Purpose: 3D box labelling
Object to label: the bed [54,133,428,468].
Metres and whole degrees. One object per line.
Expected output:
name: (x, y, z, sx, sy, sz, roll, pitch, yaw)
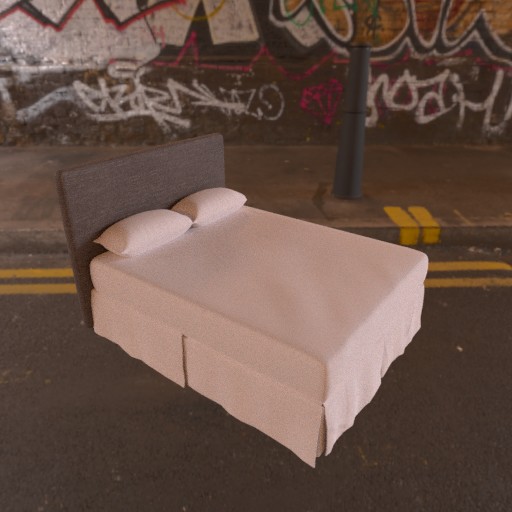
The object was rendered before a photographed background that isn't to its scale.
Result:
bed: (0.000, 0.000, 3.262, 2.142, 1.330, 1.723, 18, 32, 32)
